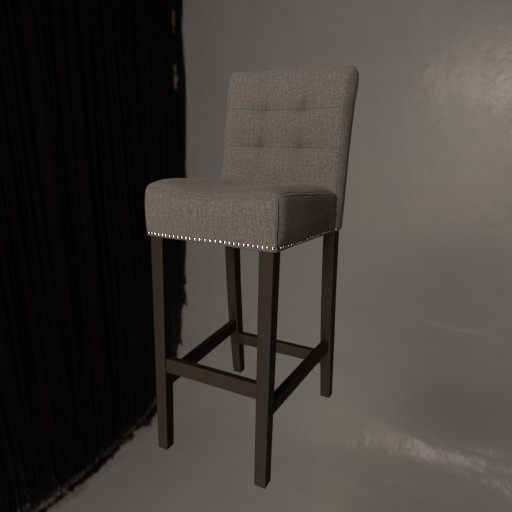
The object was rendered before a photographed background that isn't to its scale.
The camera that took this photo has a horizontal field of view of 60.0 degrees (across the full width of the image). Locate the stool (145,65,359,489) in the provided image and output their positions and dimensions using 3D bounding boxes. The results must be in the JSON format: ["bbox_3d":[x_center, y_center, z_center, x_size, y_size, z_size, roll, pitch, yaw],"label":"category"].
[{"bbox_3d":[0.000,0.000,1.280,0.411,1.047,0.548,8,18,26],"label":"stool"}]
